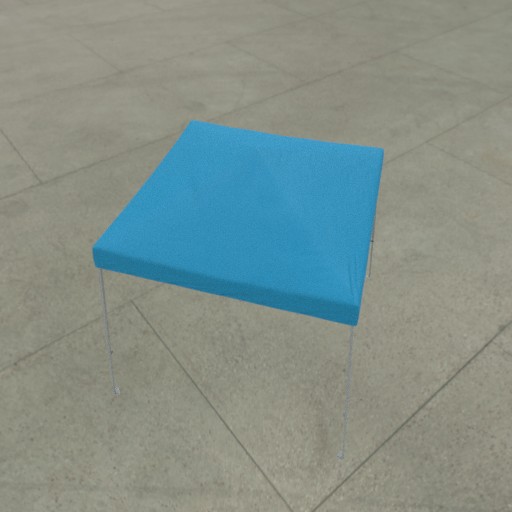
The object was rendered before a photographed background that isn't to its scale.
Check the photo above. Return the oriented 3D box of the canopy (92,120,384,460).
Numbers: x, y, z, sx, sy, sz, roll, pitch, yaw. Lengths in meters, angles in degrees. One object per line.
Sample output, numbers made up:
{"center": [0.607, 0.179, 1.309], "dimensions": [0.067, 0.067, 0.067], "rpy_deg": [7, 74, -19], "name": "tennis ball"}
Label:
{"center": [0.000, 0.000, 6.465], "dimensions": [3.599, 3.600, 3.600], "rpy_deg": [12, 47, 11], "name": "canopy"}
